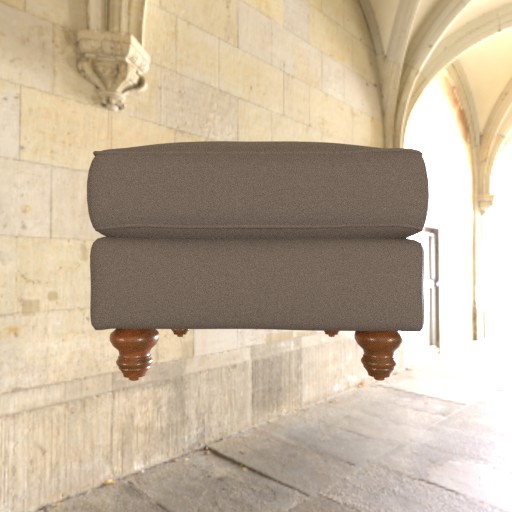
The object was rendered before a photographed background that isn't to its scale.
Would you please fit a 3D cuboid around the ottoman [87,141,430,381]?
[{"bbox_3d":[0.000,0.000,1.156,0.662,0.505,0.721,0,-1,0],"label":"ottoman"}]
